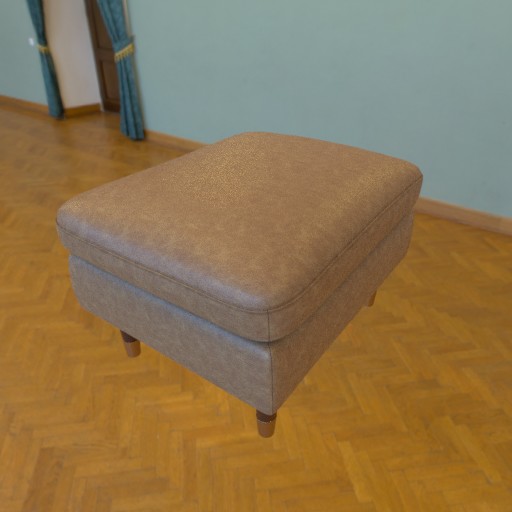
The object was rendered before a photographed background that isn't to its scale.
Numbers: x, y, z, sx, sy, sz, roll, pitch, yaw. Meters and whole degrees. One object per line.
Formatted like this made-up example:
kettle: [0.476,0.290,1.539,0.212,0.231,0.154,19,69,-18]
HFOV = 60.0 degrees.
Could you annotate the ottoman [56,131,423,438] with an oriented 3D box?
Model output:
ottoman: [0.000,0.000,1.121,0.593,0.478,0.747,20,37,29]
